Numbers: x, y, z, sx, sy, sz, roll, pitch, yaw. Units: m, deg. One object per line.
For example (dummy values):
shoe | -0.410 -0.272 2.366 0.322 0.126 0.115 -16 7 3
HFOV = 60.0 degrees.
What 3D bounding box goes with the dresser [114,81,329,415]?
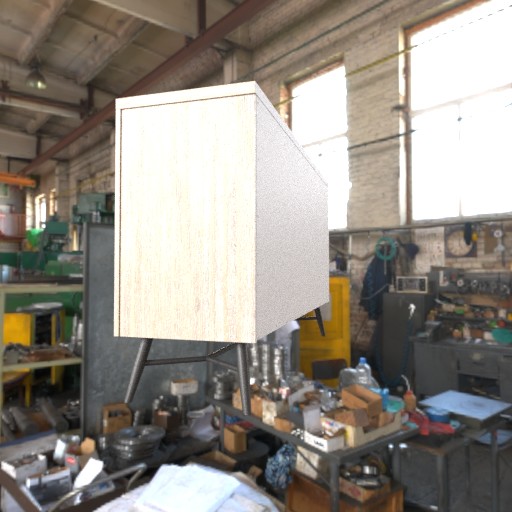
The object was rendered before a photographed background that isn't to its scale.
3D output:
dresser | 0.000 0.000 1.994 0.457 0.914 1.524 0 -2 17
